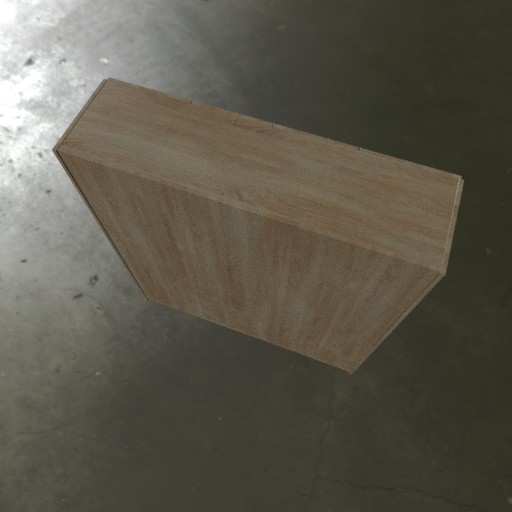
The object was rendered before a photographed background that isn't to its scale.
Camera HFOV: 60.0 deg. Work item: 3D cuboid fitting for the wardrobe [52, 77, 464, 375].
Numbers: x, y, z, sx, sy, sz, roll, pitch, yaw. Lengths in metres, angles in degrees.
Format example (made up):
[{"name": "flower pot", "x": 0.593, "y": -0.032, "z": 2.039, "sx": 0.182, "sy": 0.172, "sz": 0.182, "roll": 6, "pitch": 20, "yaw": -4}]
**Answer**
[{"name": "wardrobe", "x": 0.000, "y": 0.000, "z": 3.193, "sx": 1.998, "sy": 2.159, "sz": 0.598, "roll": 18, "pitch": 65, "yaw": 9}]
